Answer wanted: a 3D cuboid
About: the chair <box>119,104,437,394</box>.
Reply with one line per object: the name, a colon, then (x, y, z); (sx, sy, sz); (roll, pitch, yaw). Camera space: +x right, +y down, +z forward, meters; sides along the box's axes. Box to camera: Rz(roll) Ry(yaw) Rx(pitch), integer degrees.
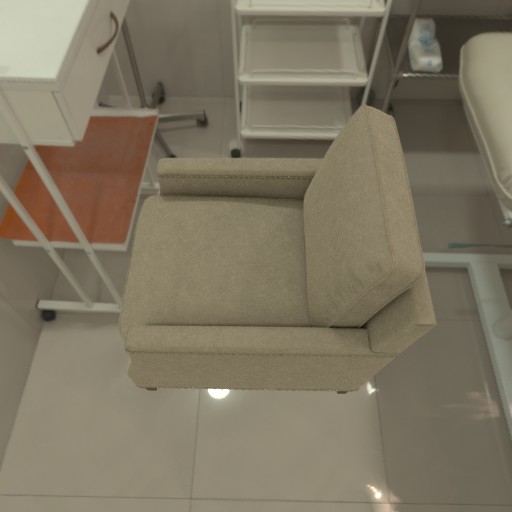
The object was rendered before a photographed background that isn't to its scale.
chair: (0.000, 0.000, 1.718); (1.014, 0.943, 0.853); (1, 58, 1)
